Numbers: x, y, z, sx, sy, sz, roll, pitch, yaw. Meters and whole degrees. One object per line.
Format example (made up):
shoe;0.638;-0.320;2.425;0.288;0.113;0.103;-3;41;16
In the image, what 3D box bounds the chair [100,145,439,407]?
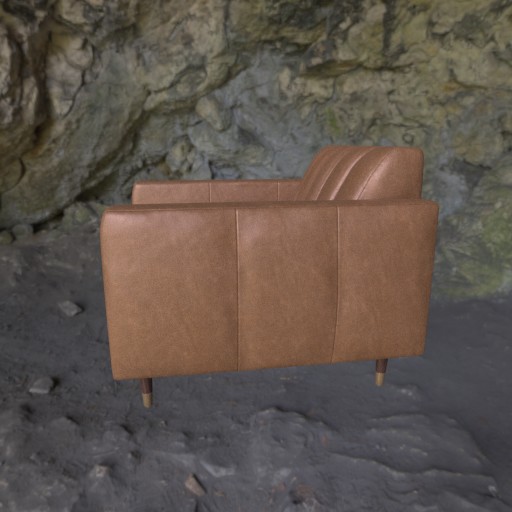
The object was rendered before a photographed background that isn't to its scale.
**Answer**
chair;0.000;0.000;1.698;0.998;0.819;0.953;-2;15;-9
